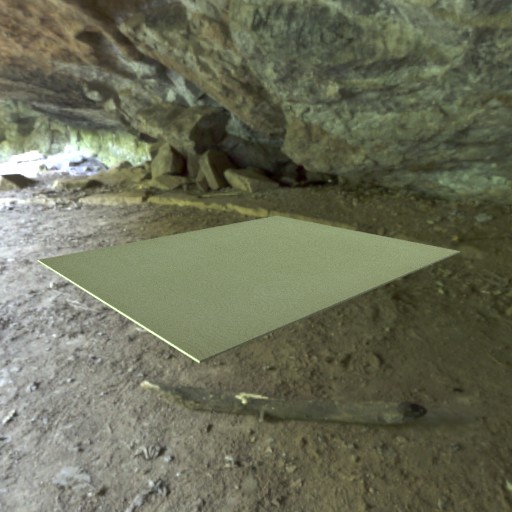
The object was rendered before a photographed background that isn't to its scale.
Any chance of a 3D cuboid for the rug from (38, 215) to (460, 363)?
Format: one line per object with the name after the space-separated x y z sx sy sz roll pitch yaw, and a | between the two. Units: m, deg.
0.000 0.000 3.462 2.584 0.011 2.073 -14 22 -41 | rug
